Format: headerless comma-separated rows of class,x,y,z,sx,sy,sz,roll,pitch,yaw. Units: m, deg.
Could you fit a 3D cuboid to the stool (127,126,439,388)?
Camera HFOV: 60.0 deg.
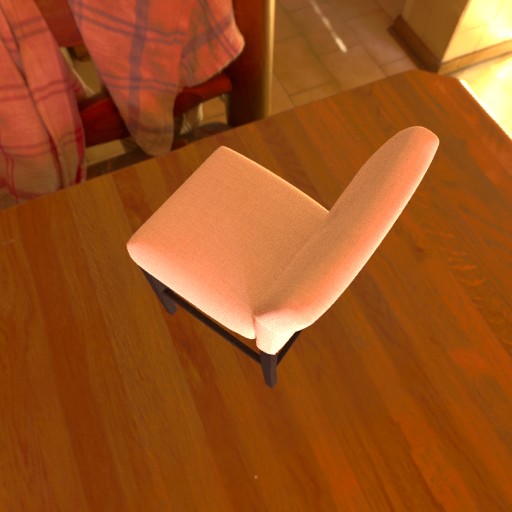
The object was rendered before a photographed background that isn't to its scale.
stool,0.000,0.000,1.303,0.603,0.972,0.514,33,68,15
